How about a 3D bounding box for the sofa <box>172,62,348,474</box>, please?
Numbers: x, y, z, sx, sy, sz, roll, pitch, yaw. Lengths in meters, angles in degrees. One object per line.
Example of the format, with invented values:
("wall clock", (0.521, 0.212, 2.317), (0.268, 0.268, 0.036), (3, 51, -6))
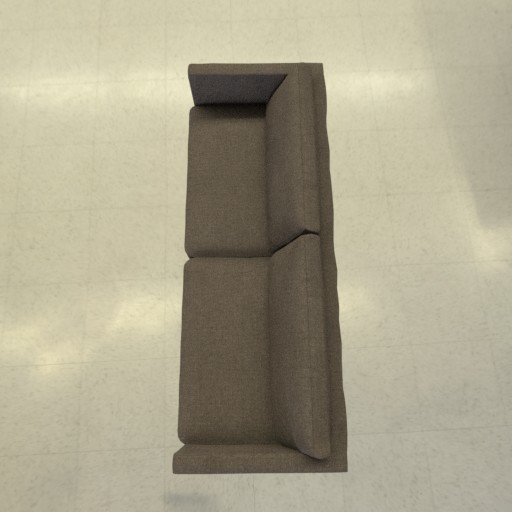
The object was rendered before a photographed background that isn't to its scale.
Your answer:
("sofa", (0.000, 0.000, 3.186), (1.036, 0.998, 2.779), (-1, 74, 0))
